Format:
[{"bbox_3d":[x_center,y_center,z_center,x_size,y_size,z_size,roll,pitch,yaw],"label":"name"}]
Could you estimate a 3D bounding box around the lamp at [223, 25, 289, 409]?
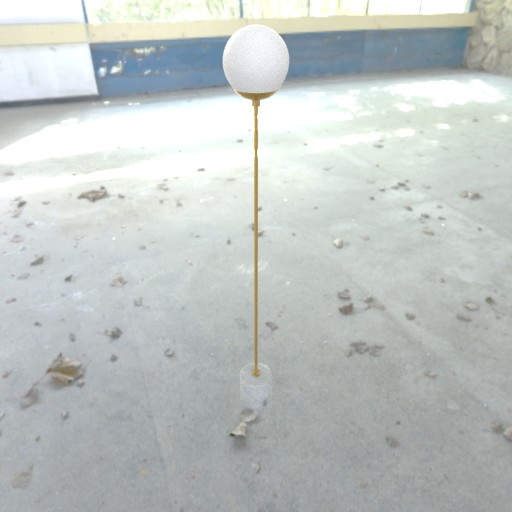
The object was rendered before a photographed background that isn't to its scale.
[{"bbox_3d":[0.000,0.000,1.890,0.224,1.753,0.224,-11,33,-17],"label":"lamp"}]
